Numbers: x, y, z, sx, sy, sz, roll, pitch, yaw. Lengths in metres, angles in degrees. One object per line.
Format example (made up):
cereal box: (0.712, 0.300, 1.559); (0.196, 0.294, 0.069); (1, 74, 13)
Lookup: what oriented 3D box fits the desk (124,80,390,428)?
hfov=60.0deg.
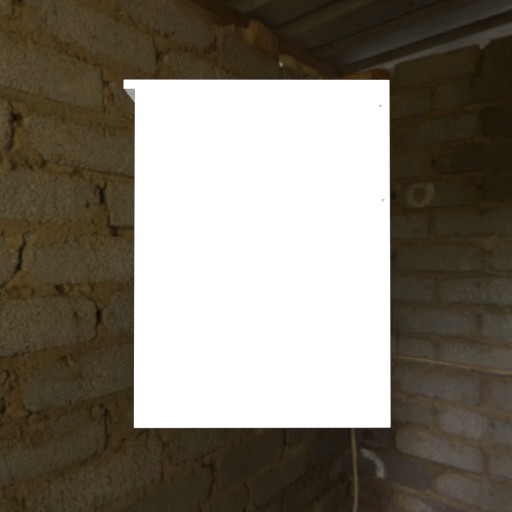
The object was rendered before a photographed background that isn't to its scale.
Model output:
desk: (0.000, 0.000, 1.480); (0.560, 0.730, 1.100); (0, -1, 0)
